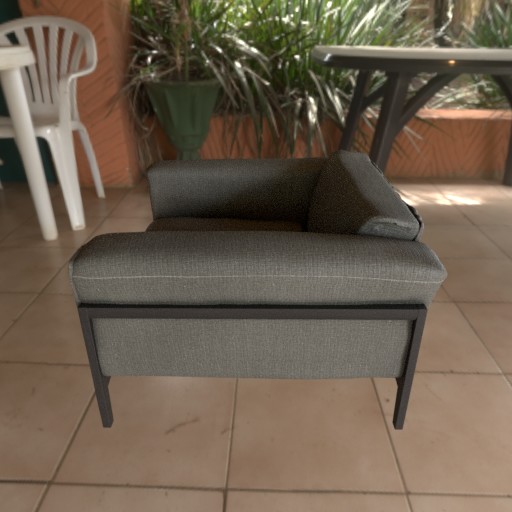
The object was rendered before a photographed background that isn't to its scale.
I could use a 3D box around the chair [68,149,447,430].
[{"bbox_3d":[0.000,0.000,1.651,0.969,0.646,1.056,0,27,0],"label":"chair"}]
